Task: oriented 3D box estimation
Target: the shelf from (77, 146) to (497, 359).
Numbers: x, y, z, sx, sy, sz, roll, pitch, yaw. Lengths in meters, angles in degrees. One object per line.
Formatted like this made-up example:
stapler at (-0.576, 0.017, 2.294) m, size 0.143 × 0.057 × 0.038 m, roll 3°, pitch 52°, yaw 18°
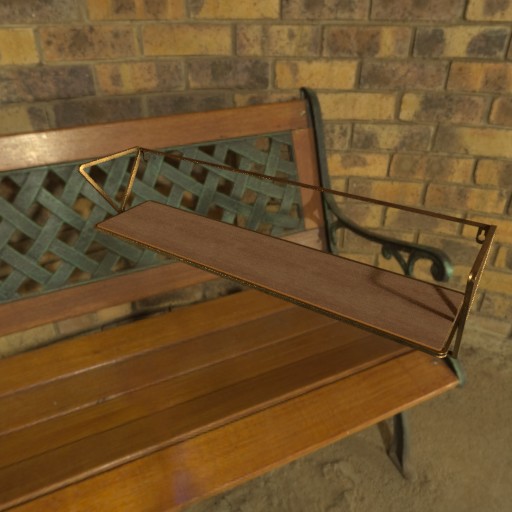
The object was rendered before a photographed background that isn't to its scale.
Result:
shelf at (0.000, 0.000, 0.725) m, size 0.645 × 0.229 × 0.150 m, roll 18°, pitch 35°, yaw 28°
